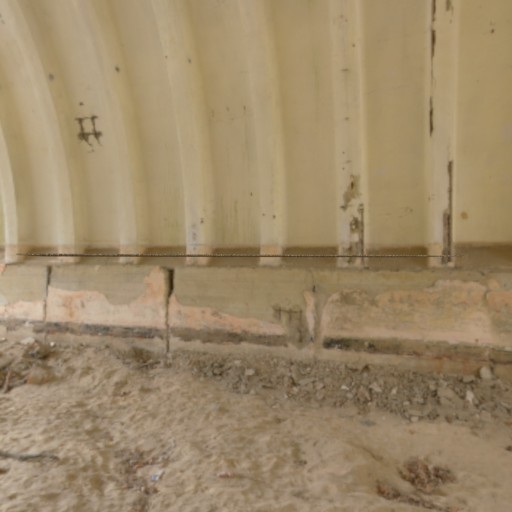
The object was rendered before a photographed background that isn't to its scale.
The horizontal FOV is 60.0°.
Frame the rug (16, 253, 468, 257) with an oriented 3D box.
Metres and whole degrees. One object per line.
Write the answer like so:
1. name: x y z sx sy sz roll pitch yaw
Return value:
1. rug: 0.000 0.000 2.668 2.438 0.006 0.783 0 -1 -18
